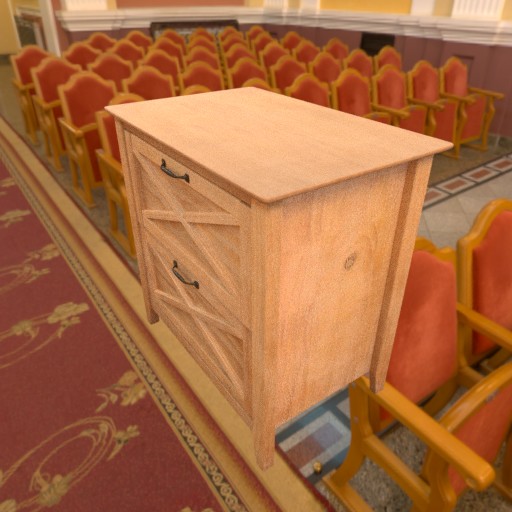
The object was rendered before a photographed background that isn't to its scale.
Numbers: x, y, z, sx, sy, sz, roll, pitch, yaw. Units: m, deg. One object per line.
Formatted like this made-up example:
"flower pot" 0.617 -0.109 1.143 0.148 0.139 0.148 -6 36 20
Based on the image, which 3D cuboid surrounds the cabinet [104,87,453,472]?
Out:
"cabinet" 0.000 0.000 1.280 0.503 0.762 0.763 -20 37 -29
